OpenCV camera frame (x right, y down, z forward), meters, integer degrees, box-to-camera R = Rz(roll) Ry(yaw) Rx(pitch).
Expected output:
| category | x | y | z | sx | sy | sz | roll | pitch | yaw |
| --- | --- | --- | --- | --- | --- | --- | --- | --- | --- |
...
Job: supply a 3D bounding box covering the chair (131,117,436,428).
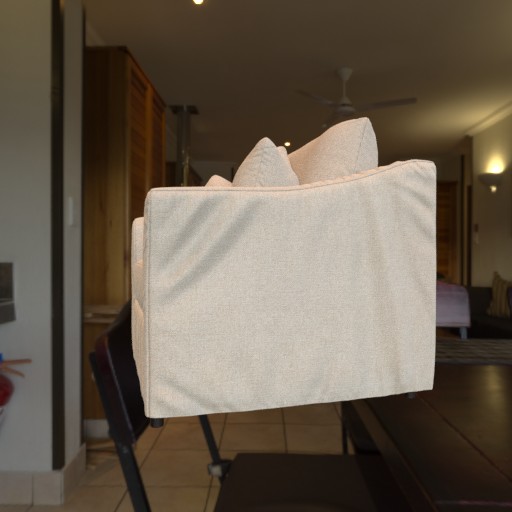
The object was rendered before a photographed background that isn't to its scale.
| category | x | y | z | sx | sy | sz | roll | pitch | yaw |
| --- | --- | --- | --- | --- | --- | --- | --- | --- | --- |
| chair | 0.000 | 0.000 | 2.039 | 1.071 | 1.093 | 1.194 | 0 | 0 | -18 |
